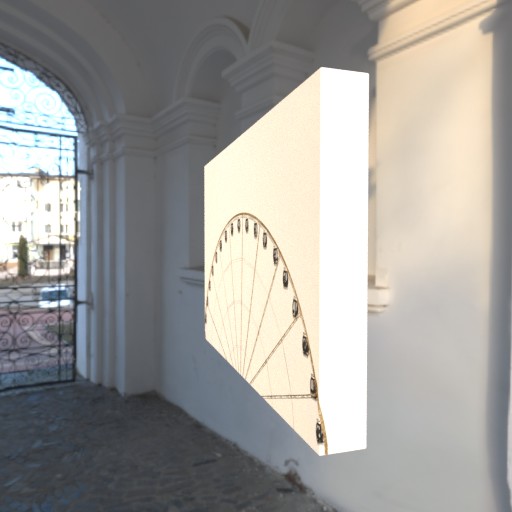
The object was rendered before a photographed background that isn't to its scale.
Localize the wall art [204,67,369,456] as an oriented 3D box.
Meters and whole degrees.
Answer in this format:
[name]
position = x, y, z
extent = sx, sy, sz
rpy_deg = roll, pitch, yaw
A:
[wall art]
position = 0.000, 0.000, 0.477
extent = 0.039, 0.254, 0.384
rpy_deg = 0, 2, -17
